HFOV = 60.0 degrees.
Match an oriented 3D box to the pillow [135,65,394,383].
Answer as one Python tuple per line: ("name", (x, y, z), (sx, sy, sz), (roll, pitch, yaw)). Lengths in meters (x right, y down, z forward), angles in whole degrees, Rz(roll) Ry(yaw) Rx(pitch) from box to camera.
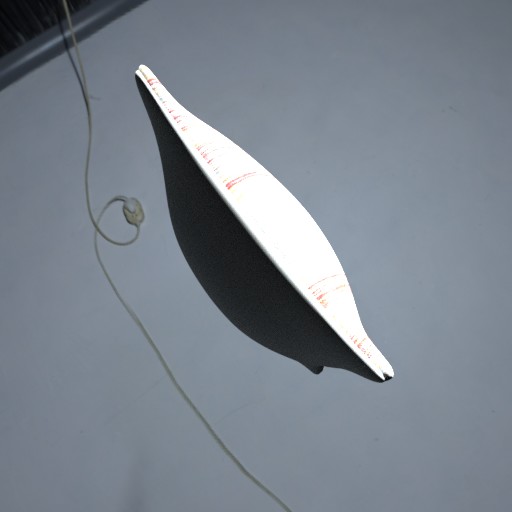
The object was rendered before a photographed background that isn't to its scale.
("pillow", (0.000, 0.000, 0.691), (0.191, 0.449, 0.451), (-36, 78, -9))
